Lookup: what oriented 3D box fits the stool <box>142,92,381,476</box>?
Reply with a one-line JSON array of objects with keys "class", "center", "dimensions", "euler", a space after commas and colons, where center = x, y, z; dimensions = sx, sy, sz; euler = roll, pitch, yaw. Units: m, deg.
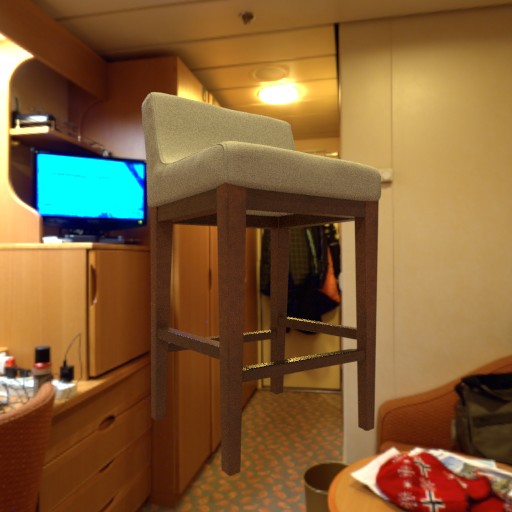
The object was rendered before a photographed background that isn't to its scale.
[{"class": "stool", "center": [0.000, 0.000, 1.246], "dimensions": [0.511, 0.937, 0.500], "euler": [0, -1, -35]}]
